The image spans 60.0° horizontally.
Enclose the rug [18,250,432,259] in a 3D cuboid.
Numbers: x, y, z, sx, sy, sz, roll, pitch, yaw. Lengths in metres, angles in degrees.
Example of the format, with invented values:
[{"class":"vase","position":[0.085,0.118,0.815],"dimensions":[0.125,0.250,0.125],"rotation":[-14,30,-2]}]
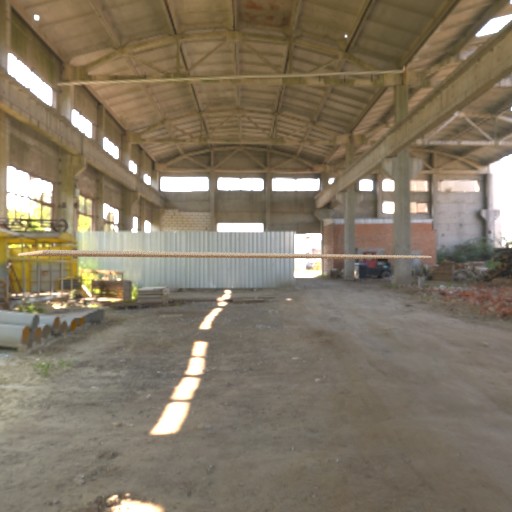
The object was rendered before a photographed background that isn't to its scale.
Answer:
[{"class":"rug","position":[0.000,0.000,2.466],"dimensions":[2.276,0.014,0.678],"rotation":[1,-1,-35]}]
